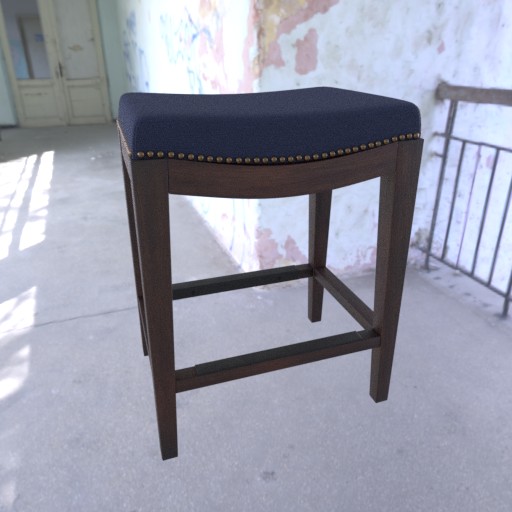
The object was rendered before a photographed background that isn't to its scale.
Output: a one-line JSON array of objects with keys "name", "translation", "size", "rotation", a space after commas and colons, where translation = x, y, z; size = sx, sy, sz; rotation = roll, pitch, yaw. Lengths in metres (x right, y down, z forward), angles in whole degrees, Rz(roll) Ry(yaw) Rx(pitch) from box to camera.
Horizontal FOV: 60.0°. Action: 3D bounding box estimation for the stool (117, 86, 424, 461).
[{"name": "stool", "translation": [0.000, 0.000, 0.938], "size": [0.500, 0.642, 0.361], "rotation": [-8, 27, -17]}]
